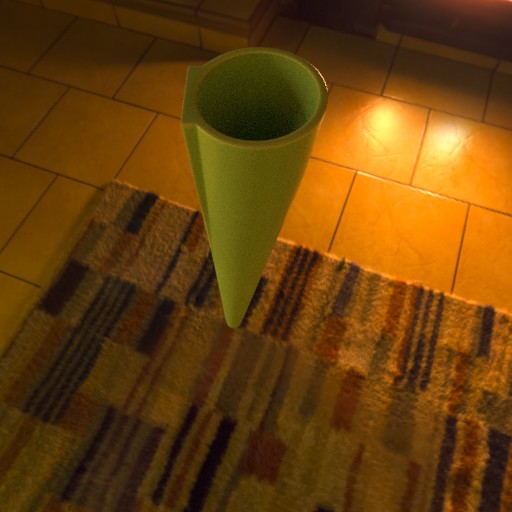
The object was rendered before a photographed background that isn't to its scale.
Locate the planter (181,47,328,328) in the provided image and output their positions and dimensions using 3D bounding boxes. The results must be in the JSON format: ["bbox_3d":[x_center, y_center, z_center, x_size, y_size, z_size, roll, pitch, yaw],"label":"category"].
[{"bbox_3d":[0.000,0.000,0.287,0.055,0.268,0.054,1,62,1],"label":"planter"}]
